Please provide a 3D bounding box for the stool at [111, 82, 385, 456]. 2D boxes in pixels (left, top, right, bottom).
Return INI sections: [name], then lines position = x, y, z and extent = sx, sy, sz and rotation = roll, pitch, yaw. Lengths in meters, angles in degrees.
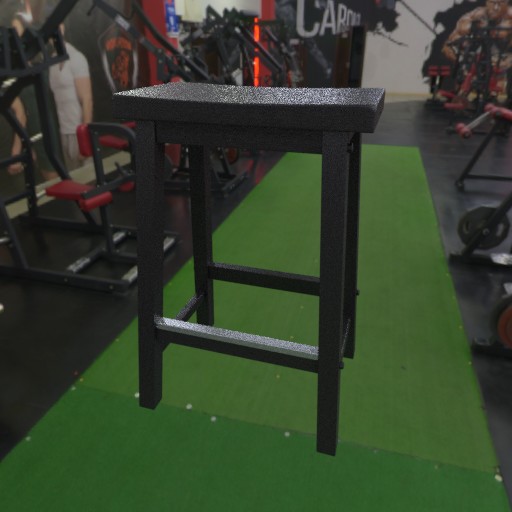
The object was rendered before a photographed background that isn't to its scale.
[stool]
position = 0.000, 0.000, 0.868
extent = 0.406, 0.610, 0.322
rotation = 8, 27, 16
